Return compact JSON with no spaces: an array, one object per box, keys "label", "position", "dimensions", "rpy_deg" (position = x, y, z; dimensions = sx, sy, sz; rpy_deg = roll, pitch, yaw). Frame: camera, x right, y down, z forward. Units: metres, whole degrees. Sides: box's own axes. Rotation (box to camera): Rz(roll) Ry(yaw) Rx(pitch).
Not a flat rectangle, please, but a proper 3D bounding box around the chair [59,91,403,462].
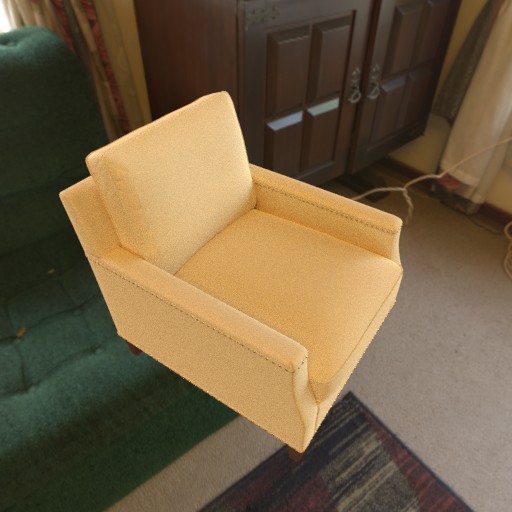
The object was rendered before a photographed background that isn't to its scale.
[{"label":"chair","position":[0.000,0.000,1.723],"dimensions":[1.014,0.943,0.853],"rpy_deg":[24,47,25]}]
